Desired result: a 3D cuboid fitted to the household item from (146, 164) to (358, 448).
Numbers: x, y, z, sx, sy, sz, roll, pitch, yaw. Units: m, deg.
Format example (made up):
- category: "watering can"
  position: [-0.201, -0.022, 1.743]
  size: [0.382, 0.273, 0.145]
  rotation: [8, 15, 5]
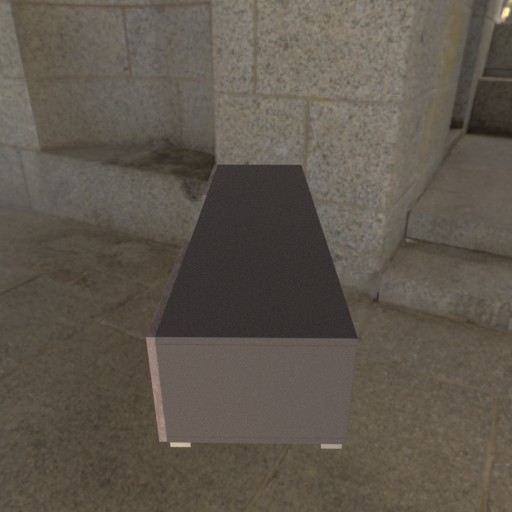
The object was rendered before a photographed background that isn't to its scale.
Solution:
- category: "household item"
  position: [0.000, 0.000, 1.574]
  size: [0.420, 0.310, 1.400]
  rotation: [0, 25, 1]
